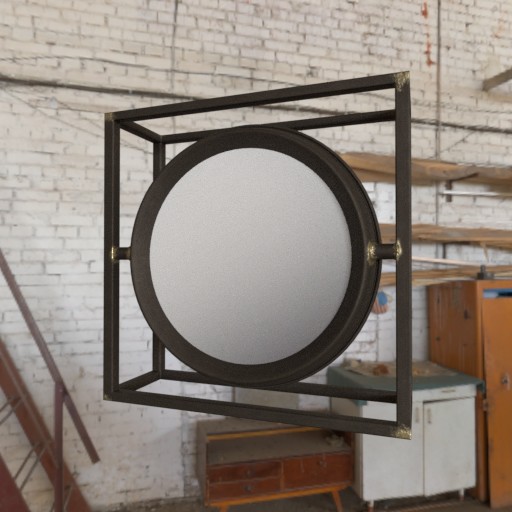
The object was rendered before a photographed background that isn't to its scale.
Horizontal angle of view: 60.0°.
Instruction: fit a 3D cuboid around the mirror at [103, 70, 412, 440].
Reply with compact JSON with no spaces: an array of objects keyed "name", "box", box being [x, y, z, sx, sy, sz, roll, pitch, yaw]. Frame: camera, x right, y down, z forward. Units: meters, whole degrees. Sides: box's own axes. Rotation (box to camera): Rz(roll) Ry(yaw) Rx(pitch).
[{"name":"mirror","box":[0.000,0.000,0.463,0.306,0.303,0.107,0,-1,20]}]
